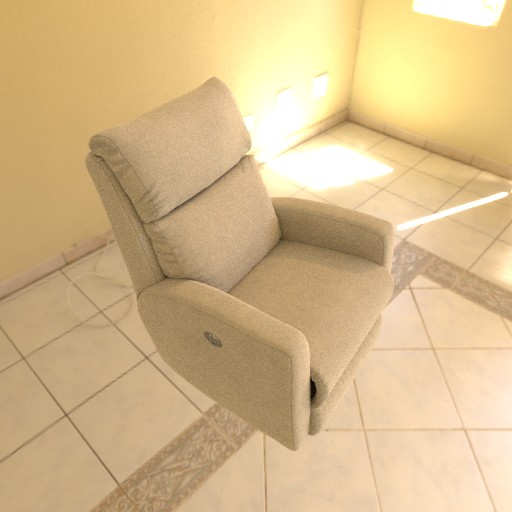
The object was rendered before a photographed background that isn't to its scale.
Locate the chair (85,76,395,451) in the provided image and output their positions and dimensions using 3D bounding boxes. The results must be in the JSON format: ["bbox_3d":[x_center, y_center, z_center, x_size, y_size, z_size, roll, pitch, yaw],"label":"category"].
[{"bbox_3d":[0.000,0.000,1.666,0.940,1.021,0.794,25,47,25],"label":"chair"}]
